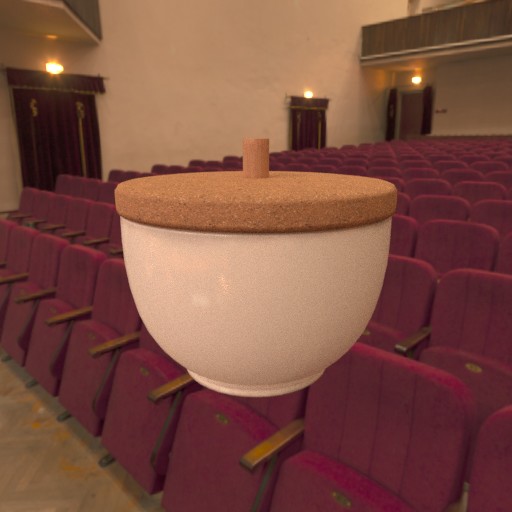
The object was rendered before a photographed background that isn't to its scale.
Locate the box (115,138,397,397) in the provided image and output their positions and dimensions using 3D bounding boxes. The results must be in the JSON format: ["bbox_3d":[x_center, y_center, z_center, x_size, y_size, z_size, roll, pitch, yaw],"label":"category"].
[{"bbox_3d":[0.000,0.000,0.183,0.107,0.094,0.107,0,15,0],"label":"box"}]
